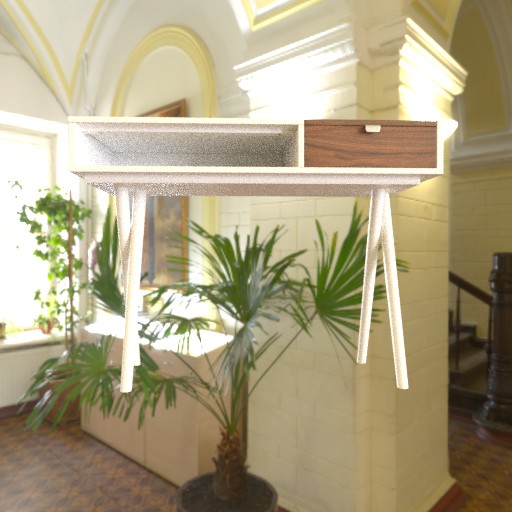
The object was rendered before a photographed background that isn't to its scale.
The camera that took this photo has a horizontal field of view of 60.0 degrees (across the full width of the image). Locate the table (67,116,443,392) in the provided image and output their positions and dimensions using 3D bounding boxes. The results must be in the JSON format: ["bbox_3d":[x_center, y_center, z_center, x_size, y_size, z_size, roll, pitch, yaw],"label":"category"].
[{"bbox_3d":[0.000,0.000,1.450,1.066,0.785,0.418,0,1,-2],"label":"table"}]
